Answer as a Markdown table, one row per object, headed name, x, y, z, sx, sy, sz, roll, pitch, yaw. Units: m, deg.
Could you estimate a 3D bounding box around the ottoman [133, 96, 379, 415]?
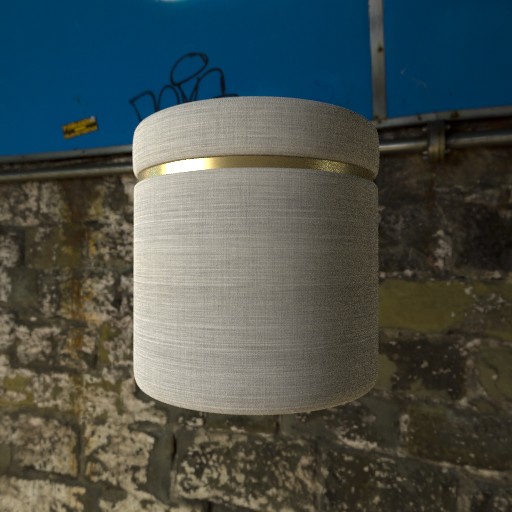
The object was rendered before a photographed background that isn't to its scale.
| name | x | y | z | sx | sy | sz | roll | pitch | yaw |
| --- | --- | --- | --- | --- | --- | --- | --- | --- | --- |
| ottoman | 0.000 | 0.000 | 0.745 | 0.400 | 0.406 | 0.400 | 0 | 0 | 0 |
